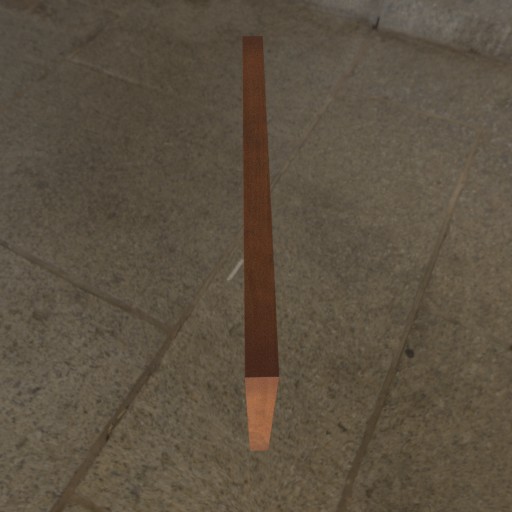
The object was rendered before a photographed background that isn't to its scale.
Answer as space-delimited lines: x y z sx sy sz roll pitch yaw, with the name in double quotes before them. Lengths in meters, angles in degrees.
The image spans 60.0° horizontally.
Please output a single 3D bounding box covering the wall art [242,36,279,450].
"wall art" 0.000 0.000 0.768 0.033 0.457 0.558 -1 58 -1
